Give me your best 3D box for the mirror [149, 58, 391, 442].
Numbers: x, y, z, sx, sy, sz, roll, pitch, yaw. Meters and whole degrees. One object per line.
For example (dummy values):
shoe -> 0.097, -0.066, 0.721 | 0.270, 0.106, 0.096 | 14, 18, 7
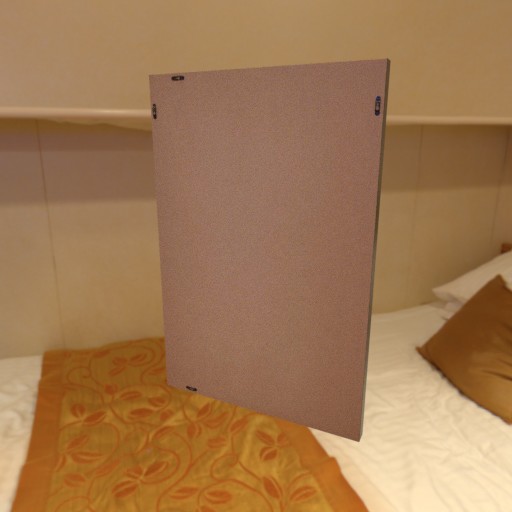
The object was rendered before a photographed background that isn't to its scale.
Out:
mirror -> 0.000, 0.000, 1.163 | 0.609, 0.915, 0.040 | 8, 17, 25
